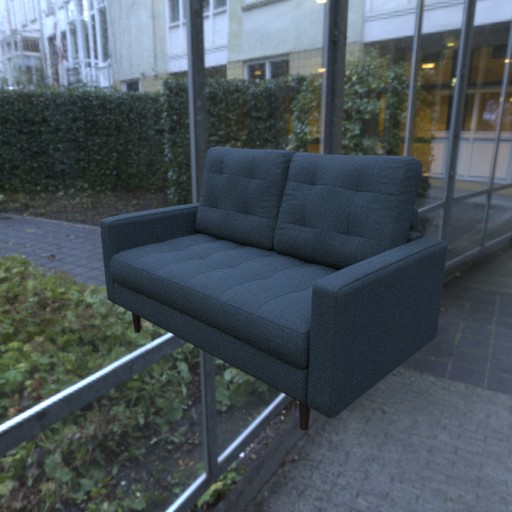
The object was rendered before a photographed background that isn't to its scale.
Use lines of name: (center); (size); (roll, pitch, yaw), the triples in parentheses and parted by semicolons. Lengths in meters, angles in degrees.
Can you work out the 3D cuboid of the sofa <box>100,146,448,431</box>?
sofa: (0.000, 0.000, 2.004); (1.407, 0.907, 0.842); (15, 22, 42)
